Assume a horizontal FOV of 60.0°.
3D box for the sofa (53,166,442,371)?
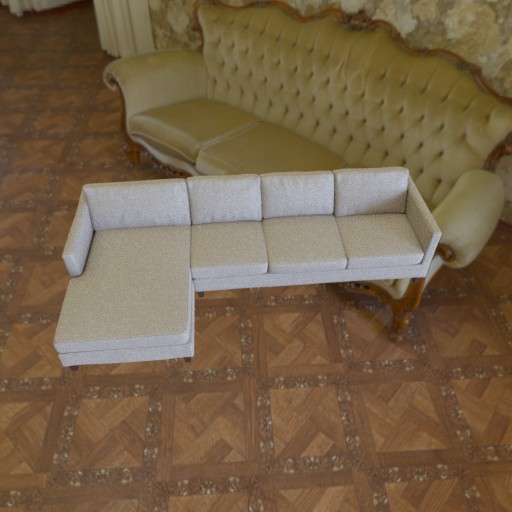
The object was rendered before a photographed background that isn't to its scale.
[{"bbox_3d":[0.000,0.000,3.925,3.186,0.846,1.625,-3,46,-3],"label":"sofa"}]
